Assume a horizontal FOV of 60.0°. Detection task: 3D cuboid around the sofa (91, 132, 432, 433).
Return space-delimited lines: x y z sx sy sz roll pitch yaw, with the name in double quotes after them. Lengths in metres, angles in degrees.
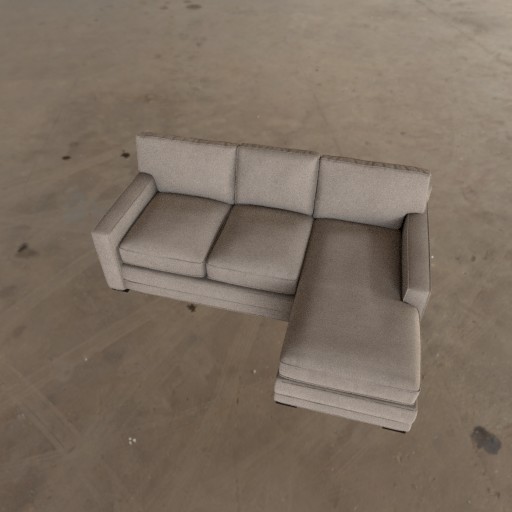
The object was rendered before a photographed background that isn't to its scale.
0.000 0.000 2.825 2.087 0.861 1.496 10 44 11 "sofa"
